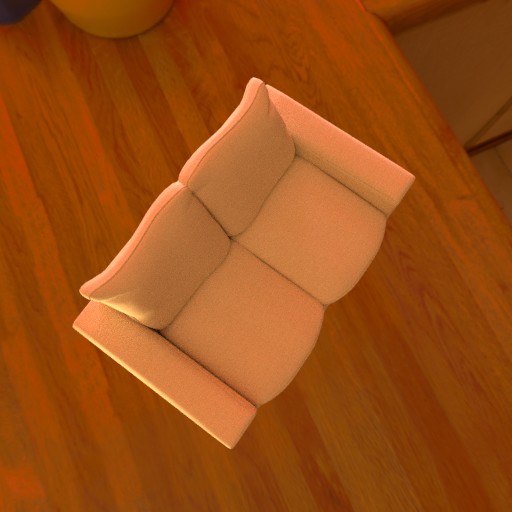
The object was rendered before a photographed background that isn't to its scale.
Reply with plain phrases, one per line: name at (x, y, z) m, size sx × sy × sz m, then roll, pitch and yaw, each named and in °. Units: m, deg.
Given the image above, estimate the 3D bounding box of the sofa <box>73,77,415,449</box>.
sofa at (0.000, 0.000, 2.466) m, size 1.091 × 0.875 × 1.754 m, roll 35°, pitch 79°, yaw 8°
